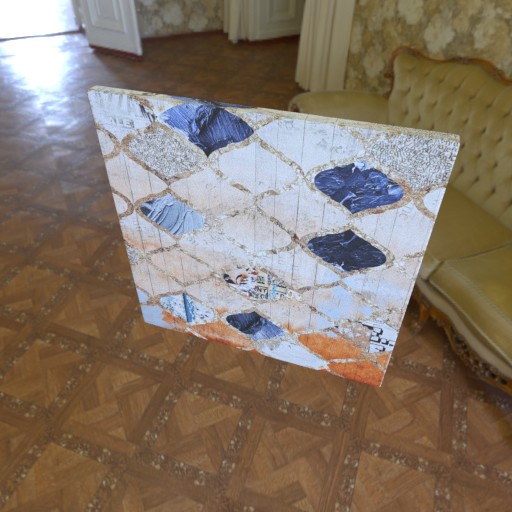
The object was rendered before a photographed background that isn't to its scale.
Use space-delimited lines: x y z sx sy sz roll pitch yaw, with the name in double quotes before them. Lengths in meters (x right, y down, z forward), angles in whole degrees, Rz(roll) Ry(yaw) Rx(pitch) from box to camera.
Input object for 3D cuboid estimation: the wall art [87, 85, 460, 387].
"wall art" 0.000 0.000 1.344 0.912 0.914 0.039 13 43 14
